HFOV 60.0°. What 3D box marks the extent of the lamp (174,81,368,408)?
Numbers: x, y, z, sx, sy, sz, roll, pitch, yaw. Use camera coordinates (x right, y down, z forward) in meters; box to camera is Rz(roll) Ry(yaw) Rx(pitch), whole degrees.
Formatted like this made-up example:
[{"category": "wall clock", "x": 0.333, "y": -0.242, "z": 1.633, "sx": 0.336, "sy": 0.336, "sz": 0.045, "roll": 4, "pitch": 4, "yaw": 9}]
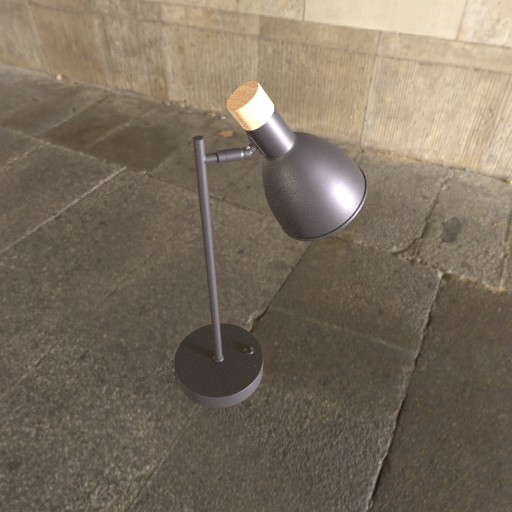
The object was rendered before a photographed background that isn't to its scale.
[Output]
[{"category": "lamp", "x": 0.000, "y": 0.000, "z": 0.622, "sx": 0.287, "sy": 0.483, "sz": 0.152, "roll": -11, "pitch": 43, "yaw": -13}]
